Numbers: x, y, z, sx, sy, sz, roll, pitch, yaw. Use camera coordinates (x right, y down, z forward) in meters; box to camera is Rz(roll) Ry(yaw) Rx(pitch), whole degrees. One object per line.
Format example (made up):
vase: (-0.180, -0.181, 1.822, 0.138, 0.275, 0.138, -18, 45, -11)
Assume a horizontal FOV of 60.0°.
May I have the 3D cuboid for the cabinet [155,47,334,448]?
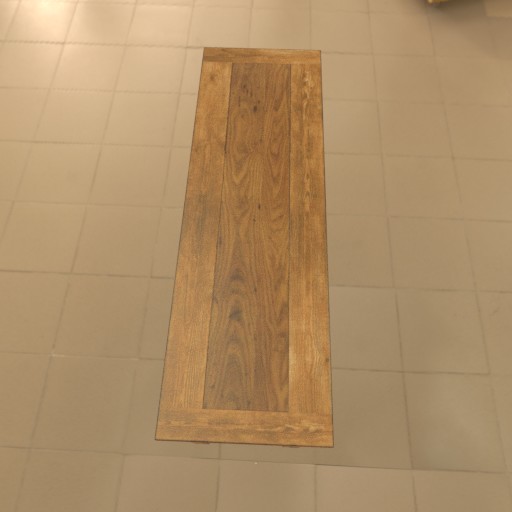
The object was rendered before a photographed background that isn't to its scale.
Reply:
cabinet: (0.000, 0.000, 1.848, 0.480, 0.813, 1.474, 2, 65, 1)
